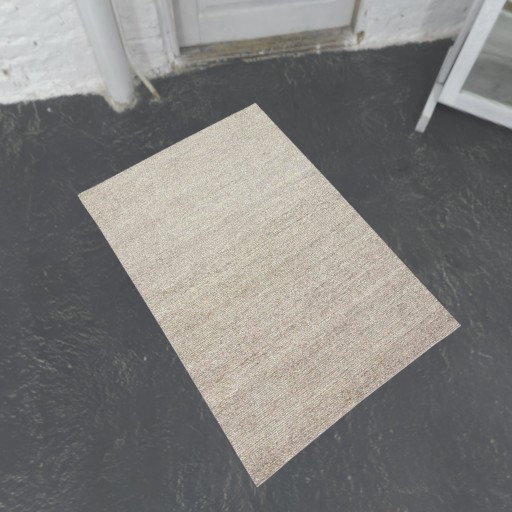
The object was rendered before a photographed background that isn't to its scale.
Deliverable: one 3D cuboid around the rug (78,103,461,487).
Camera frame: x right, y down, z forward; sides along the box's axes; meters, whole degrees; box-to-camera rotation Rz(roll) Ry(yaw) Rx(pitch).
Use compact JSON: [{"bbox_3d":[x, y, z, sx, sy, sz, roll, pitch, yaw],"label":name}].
[{"bbox_3d":[0.000,0.000,3.066,1.609,0.030,2.342,-32,68,-14],"label":"rug"}]
